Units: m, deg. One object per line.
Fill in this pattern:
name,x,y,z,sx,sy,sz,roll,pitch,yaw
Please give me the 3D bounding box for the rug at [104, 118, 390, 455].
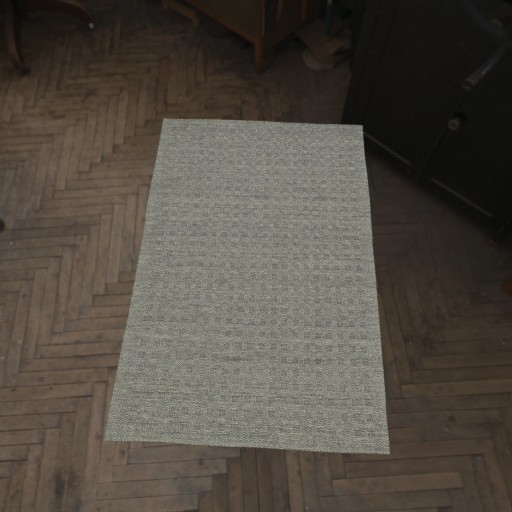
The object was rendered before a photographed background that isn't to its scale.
rug,0.000,0.000,2.877,1.532,0.018,2.297,2,63,1
